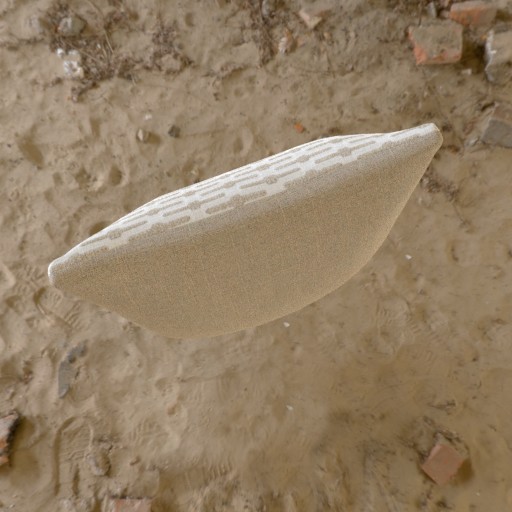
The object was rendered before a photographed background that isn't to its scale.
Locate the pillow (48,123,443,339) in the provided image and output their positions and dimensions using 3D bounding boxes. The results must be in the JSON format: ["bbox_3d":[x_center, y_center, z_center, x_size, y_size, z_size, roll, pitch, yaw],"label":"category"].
[{"bbox_3d":[0.000,0.000,0.754,0.496,0.491,0.219,-21,78,-5],"label":"pillow"}]
